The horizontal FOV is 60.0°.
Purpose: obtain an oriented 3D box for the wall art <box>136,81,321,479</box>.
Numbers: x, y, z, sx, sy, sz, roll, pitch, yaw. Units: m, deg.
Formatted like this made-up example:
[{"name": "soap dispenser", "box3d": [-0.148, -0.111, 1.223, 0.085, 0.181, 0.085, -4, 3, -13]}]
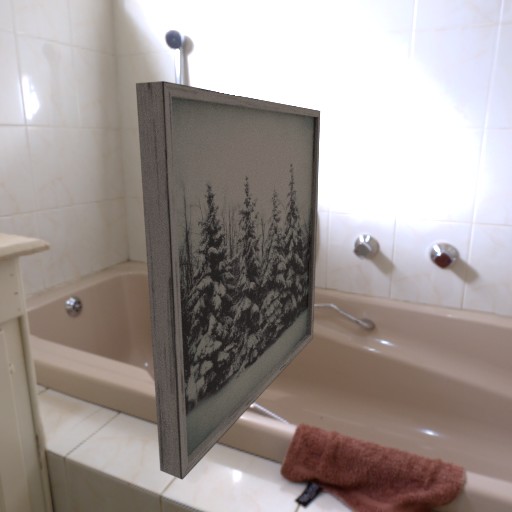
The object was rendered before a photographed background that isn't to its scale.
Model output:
[{"name": "wall art", "box3d": [0.000, 0.000, 0.763, 0.038, 0.506, 0.506, 7, 16, 26]}]
